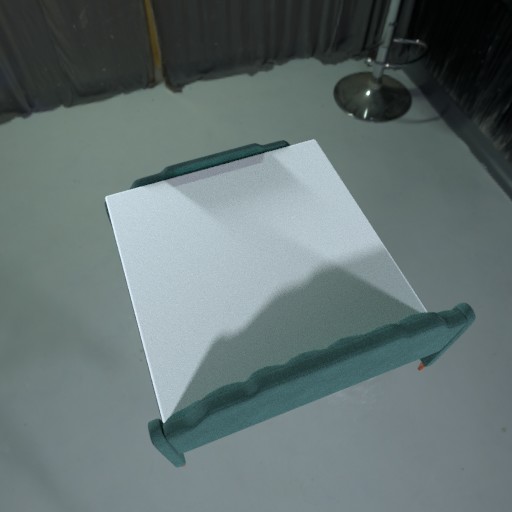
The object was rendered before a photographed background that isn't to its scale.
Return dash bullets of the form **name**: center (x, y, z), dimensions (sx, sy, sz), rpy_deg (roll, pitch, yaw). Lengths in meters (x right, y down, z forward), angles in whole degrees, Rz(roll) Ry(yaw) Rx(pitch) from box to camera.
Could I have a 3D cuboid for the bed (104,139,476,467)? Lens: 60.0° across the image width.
- **bed**: center (0.000, 0.000, 3.480), dimensions (2.074, 1.245, 2.340), rpy_deg (-18, 59, -11)
